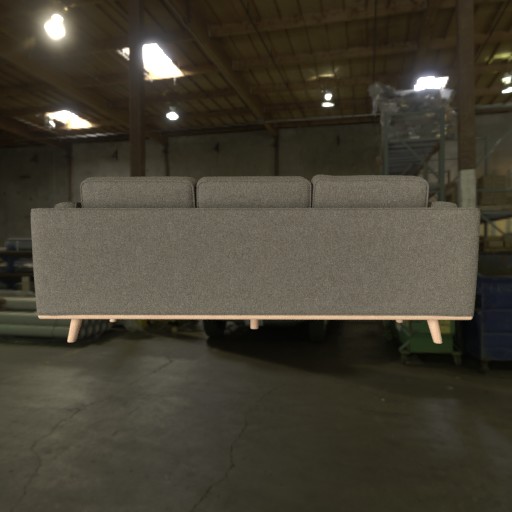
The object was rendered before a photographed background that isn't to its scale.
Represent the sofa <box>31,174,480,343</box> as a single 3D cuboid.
[{"bbox_3d":[0.000,0.000,3.108,2.411,0.929,1.604,0,1,1],"label":"sofa"}]
